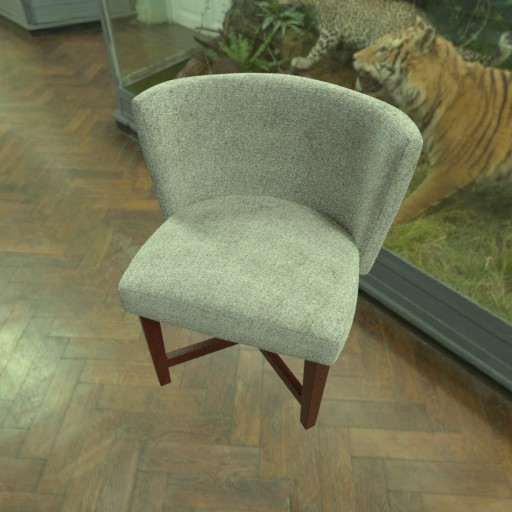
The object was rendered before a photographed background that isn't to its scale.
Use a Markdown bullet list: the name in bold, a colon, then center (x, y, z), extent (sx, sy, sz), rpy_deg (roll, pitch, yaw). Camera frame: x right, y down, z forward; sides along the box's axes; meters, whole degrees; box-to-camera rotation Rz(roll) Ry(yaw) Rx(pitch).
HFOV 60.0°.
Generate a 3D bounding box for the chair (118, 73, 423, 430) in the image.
- **chair**: center (0.000, 0.000, 1.258), extent (0.728, 0.827, 0.575), rpy_deg (12, 44, 13)
